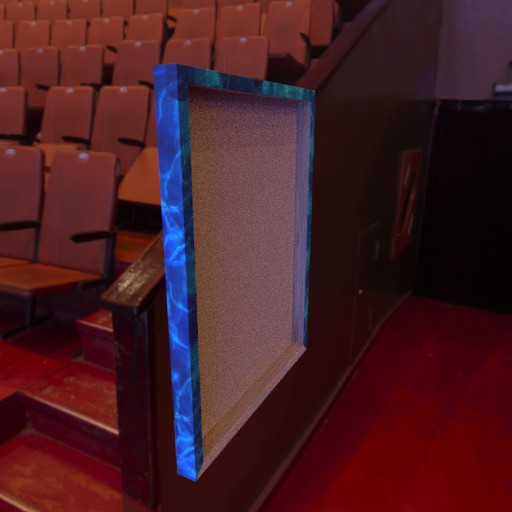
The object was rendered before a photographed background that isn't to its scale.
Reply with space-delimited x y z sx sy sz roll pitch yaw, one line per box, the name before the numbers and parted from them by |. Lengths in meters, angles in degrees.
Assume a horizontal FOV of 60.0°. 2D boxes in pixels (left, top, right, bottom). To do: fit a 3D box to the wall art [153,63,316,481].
wall art | 0.000 0.000 0.864 0.038 0.635 0.508 8 18 26
